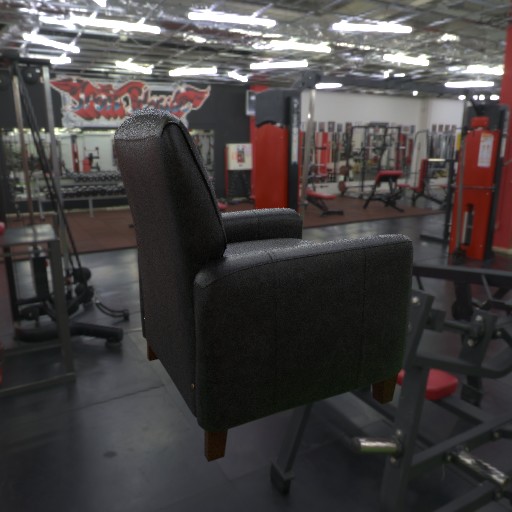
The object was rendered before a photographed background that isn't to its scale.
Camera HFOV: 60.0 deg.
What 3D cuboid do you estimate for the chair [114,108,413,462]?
[{"bbox_3d":[0.000,0.000,1.659,0.864,1.014,0.848,-7,15,-26],"label":"chair"}]
